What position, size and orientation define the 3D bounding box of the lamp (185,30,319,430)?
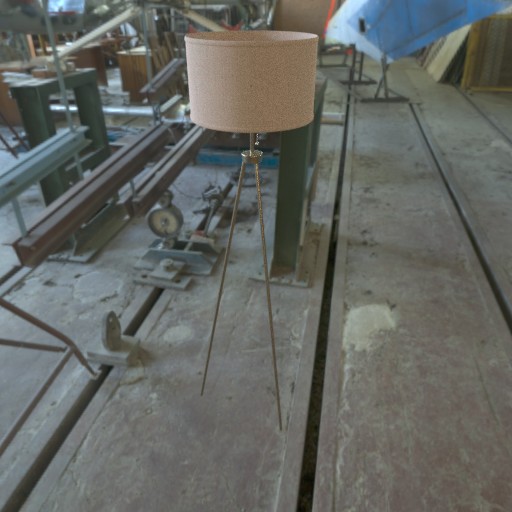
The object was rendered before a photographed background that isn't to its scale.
[{"bbox_3d":[0.000,0.000,1.732,0.449,1.545,0.460,-19,35,-29],"label":"lamp"}]
